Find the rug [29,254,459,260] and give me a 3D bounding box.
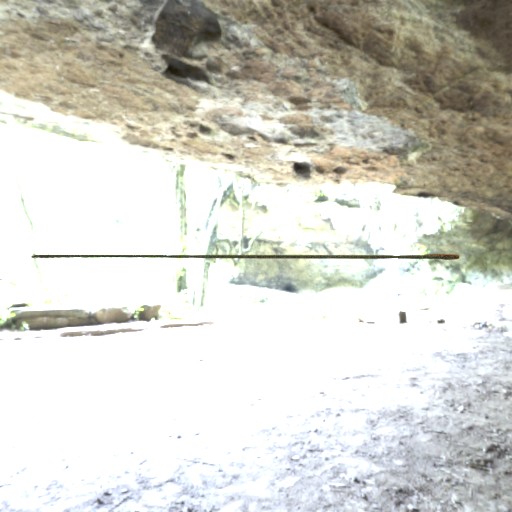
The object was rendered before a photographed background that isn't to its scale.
[{"bbox_3d":[0.000,0.000,2.337,1.838,0.019,1.220,0,0,18],"label":"rug"}]
